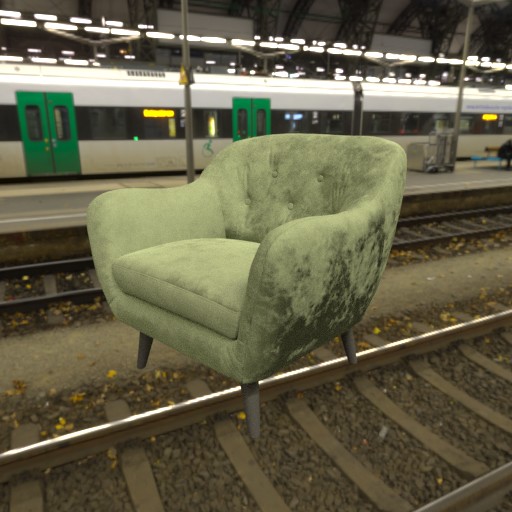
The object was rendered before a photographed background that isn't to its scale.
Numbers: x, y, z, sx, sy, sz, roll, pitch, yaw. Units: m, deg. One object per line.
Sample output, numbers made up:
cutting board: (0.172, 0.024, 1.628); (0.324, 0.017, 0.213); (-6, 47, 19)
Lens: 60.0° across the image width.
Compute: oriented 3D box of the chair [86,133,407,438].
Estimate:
chair: (0.000, 0.000, 1.529); (0.840, 0.804, 0.819); (14, 21, 40)
